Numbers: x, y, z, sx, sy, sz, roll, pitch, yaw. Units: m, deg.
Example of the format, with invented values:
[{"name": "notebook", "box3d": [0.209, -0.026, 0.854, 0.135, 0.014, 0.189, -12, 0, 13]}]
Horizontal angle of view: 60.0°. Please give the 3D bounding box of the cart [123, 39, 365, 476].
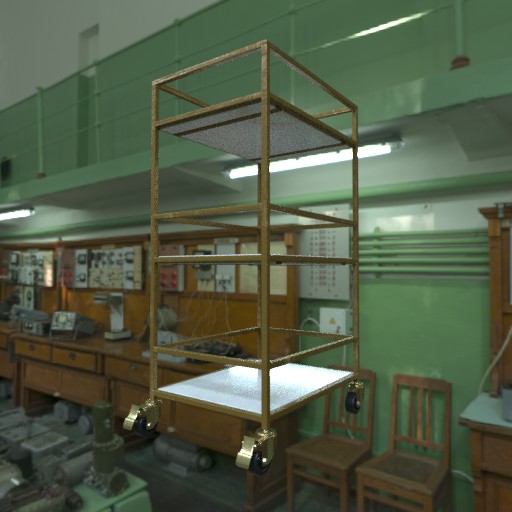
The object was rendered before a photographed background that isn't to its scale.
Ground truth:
[{"name": "cart", "box3d": [0.000, 0.000, 1.012, 0.332, 0.761, 0.483, -1, -2, 36]}]
